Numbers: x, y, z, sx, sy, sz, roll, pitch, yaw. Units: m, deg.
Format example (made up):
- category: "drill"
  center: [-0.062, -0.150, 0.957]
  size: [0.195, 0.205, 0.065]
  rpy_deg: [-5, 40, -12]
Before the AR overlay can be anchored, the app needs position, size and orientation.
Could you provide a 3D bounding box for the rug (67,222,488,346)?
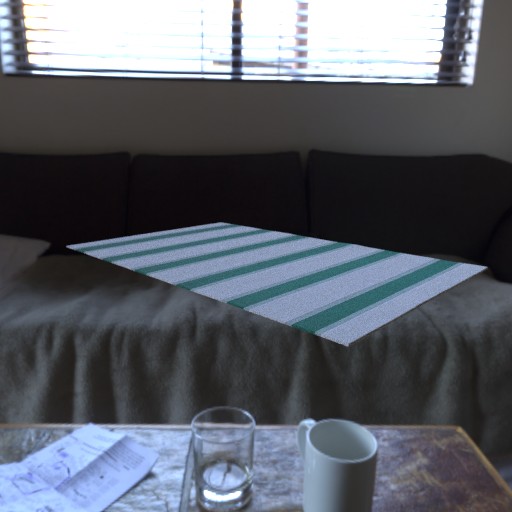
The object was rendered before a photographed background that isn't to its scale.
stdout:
- category: "rug"
  center: [0.000, 0.000, 2.973]
  size: [2.436, 0.015, 1.521]
  rpy_deg: [13, 19, 43]
